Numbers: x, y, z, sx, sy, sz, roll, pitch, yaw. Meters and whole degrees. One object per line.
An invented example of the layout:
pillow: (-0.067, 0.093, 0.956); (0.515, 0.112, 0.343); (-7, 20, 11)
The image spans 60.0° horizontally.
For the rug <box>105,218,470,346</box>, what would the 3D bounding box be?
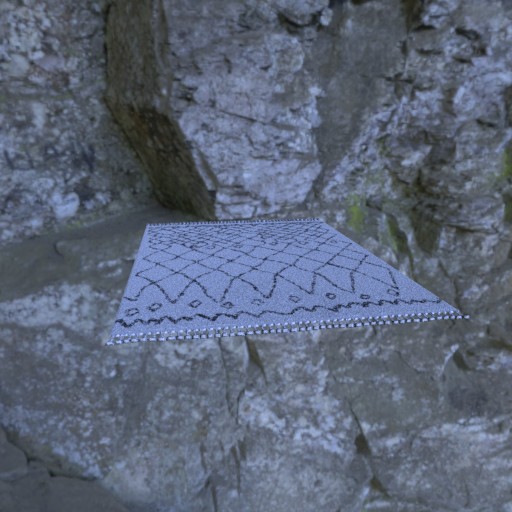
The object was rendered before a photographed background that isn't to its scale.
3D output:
rug: (0.000, 0.000, 2.994); (1.613, 0.017, 2.312); (-3, 16, -9)
